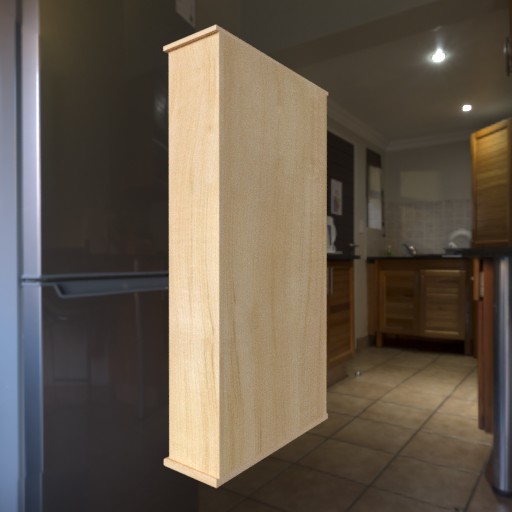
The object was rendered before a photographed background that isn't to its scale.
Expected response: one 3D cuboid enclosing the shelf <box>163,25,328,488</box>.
[{"bbox_3d":[0.000,0.000,1.240,0.175,1.030,0.520,0,1,37],"label":"shelf"}]
